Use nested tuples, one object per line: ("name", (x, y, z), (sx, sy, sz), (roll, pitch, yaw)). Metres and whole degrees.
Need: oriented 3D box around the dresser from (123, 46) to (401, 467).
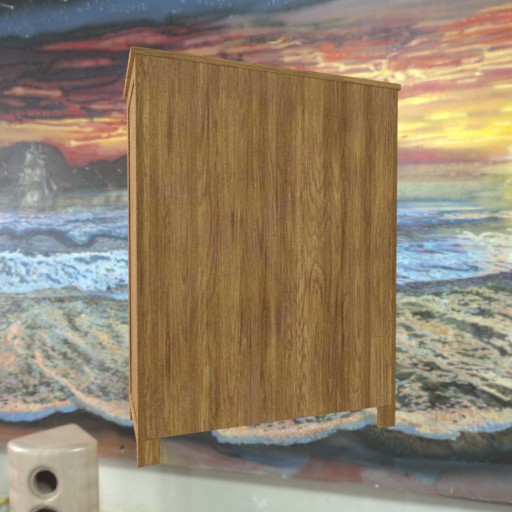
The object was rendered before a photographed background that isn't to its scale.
("dresser", (0.000, 0.000, 1.937), (1.081, 1.431, 0.558), (-1, 2, -19))
